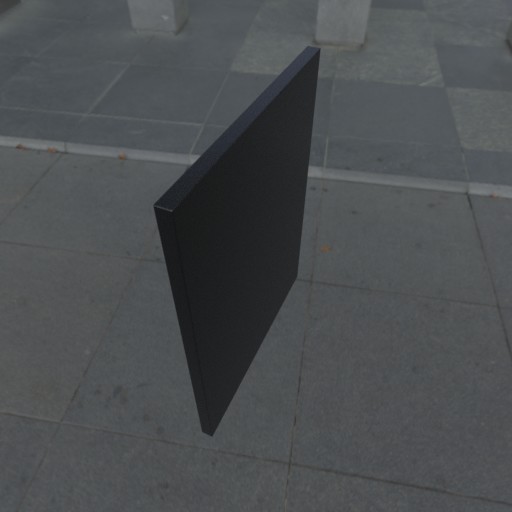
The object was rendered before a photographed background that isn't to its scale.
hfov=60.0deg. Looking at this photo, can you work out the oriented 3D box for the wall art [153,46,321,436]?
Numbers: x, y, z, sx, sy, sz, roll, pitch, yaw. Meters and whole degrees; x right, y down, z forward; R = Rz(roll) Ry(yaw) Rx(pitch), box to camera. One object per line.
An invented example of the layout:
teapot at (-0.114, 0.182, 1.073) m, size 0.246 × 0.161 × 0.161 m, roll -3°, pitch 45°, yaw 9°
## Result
wall art at (0.000, 0.000, 1.666) m, size 0.053 × 1.194 × 0.950 m, roll 19°, pitch 49°, yaw 17°
